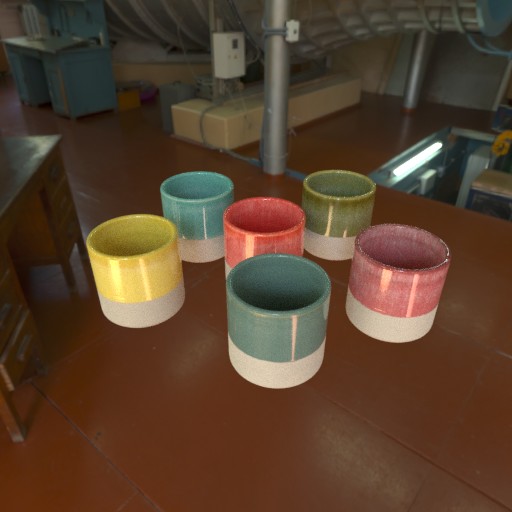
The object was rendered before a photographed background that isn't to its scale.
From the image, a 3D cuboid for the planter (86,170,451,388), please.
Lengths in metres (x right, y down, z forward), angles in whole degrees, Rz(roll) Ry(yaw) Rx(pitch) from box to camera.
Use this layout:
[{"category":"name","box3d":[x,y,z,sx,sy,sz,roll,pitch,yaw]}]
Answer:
[{"category":"planter","box3d":[0.000,0.000,0.412,0.286,0.075,0.257,-9,34,-13]}]
